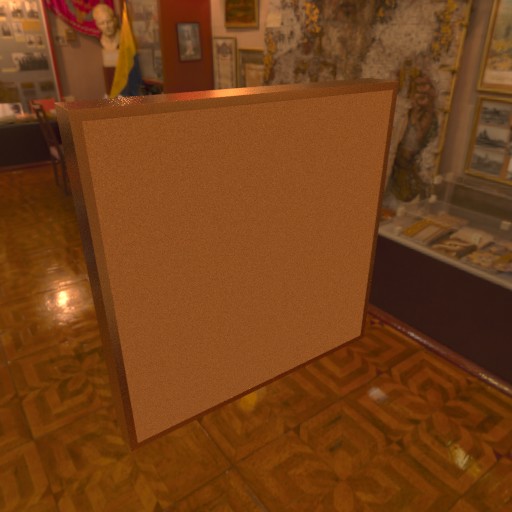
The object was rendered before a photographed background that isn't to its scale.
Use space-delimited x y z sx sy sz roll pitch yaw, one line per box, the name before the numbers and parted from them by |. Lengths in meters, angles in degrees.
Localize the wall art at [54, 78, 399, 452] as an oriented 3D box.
wall art | 0.000 0.000 0.431 0.304 0.304 0.038 -17 32 -30
